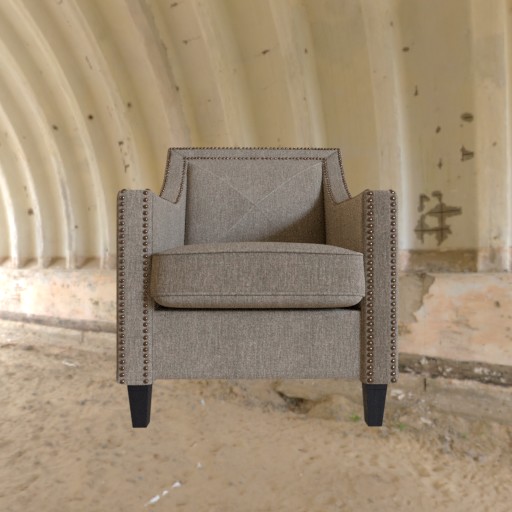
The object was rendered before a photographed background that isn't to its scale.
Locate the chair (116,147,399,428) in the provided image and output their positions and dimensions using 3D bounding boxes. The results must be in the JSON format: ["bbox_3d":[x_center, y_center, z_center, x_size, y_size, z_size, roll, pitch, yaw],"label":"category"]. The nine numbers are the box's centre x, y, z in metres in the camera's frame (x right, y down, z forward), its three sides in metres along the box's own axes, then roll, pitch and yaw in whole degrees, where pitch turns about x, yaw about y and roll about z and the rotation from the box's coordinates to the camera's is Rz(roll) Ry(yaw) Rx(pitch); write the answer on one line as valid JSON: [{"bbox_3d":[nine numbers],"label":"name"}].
[{"bbox_3d":[0.000,0.000,1.583,0.776,0.967,0.884,0,-1,-1],"label":"chair"}]
